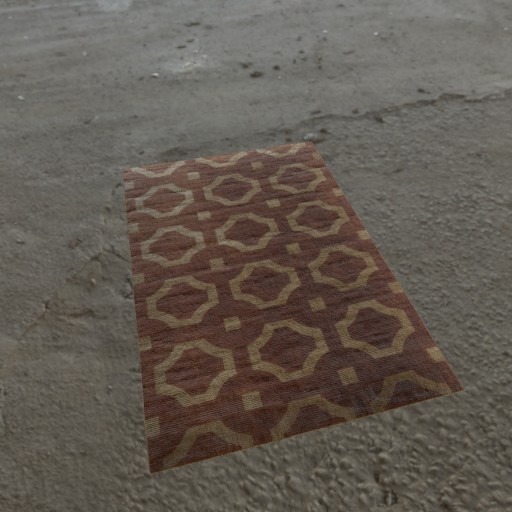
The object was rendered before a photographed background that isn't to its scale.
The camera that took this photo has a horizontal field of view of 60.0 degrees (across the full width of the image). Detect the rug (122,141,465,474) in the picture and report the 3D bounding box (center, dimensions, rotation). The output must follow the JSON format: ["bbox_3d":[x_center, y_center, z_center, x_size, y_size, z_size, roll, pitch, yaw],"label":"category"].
[{"bbox_3d":[0.000,0.000,2.817,1.555,0.016,2.286,-11,48,-10],"label":"rug"}]
